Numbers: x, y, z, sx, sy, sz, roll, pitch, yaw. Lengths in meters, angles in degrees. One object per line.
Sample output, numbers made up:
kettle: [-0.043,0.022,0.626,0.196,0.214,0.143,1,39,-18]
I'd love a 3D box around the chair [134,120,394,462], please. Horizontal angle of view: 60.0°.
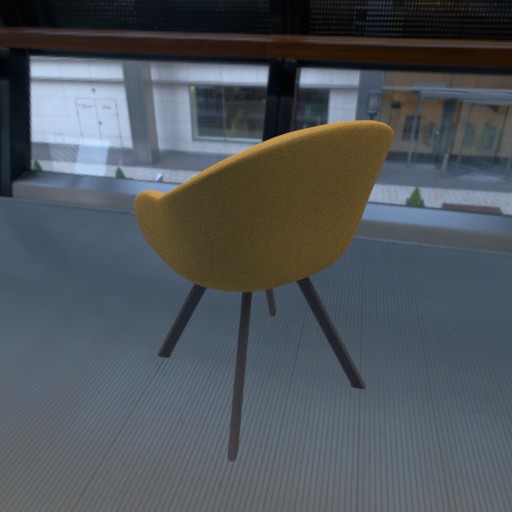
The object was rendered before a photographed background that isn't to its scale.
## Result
chair: [0.000,0.000,1.190,0.551,0.793,0.583,-17,32,-29]
